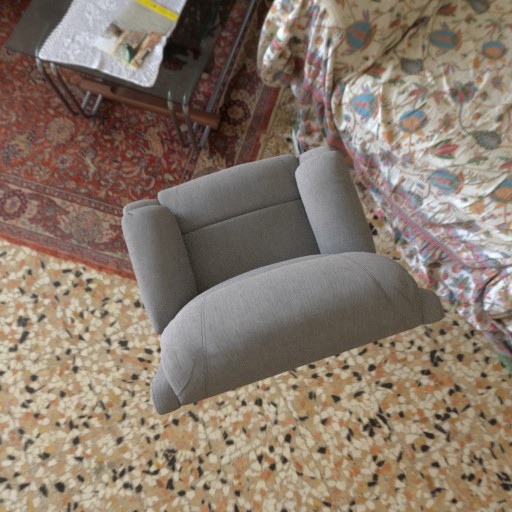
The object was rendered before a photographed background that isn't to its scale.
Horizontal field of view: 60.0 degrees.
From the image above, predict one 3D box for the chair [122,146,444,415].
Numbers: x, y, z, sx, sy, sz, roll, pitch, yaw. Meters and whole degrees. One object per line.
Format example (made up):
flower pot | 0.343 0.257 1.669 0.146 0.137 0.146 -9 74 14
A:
chair | 0.000 0.000 1.730 0.930 1.011 0.899 -17 75 -5
